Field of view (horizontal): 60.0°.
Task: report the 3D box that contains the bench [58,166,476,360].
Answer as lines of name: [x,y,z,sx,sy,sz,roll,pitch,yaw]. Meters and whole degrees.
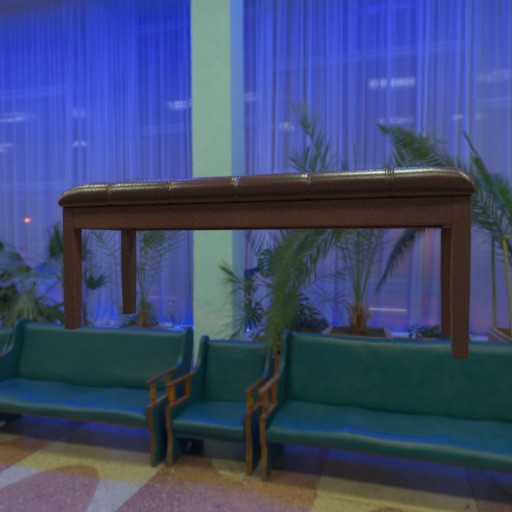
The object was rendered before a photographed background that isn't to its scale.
bench: [0.000,0.000,1.453,1.259,0.491,0.401,1,2,18]
